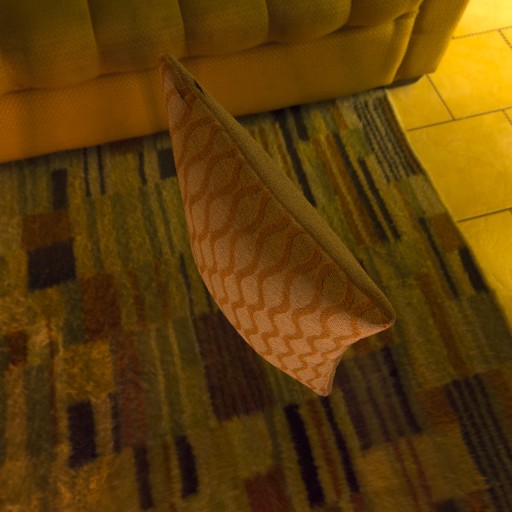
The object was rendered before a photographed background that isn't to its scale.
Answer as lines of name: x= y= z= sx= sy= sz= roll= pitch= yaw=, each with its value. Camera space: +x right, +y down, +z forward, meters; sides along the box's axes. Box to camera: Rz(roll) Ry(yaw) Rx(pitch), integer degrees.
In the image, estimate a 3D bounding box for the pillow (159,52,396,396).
pillow: x=0.000 y=0.000 z=0.668 sx=0.159 sy=0.436 sz=0.429 roll=-33 pitch=69 yaw=-14
